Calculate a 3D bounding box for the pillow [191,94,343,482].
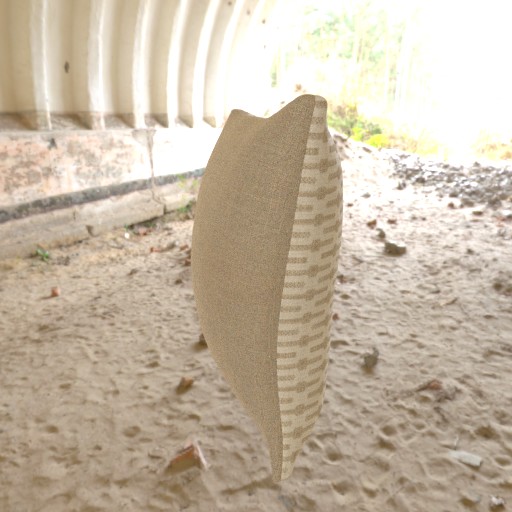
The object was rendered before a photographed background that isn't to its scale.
[{"bbox_3d":[0.000,0.000,0.755,0.219,0.491,0.496,-3,17,-11],"label":"pillow"}]
